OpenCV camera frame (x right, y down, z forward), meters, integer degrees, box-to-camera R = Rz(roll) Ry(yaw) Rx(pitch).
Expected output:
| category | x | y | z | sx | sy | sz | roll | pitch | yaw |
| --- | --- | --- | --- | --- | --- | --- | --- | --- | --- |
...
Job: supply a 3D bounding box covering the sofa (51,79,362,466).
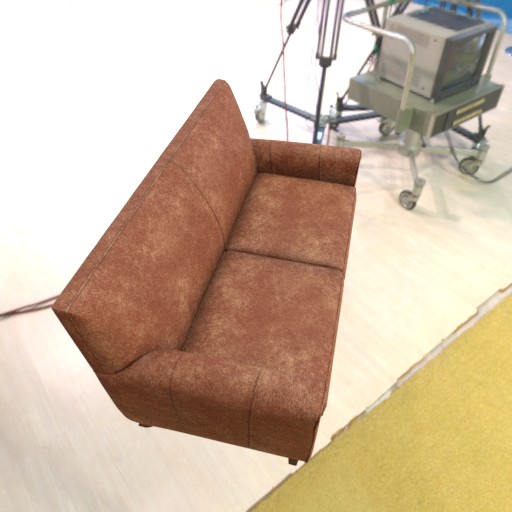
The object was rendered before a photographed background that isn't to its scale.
| category | x | y | z | sx | sy | sz | roll | pitch | yaw |
| --- | --- | --- | --- | --- | --- | --- | --- | --- | --- |
| sofa | 0.000 | 0.000 | 1.931 | 0.787 | 0.871 | 1.473 | 10 | 46 | 10 |
